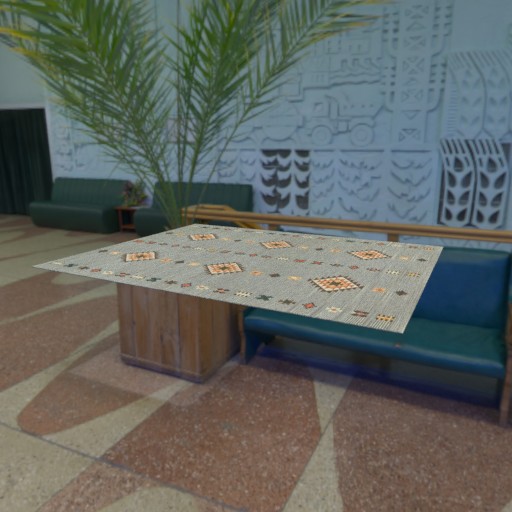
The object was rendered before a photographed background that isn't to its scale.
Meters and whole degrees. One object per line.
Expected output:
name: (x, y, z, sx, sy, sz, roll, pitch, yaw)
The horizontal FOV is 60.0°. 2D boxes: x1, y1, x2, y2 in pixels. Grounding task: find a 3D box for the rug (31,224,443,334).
rug: (0.000, 0.000, 4.125, 3.035, 0.008, 2.425, 7, 15, 26)
